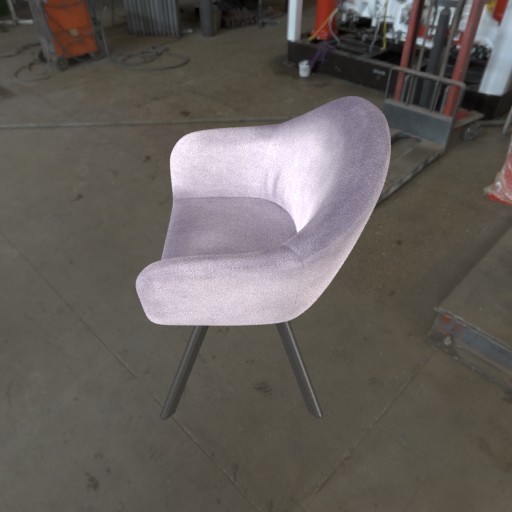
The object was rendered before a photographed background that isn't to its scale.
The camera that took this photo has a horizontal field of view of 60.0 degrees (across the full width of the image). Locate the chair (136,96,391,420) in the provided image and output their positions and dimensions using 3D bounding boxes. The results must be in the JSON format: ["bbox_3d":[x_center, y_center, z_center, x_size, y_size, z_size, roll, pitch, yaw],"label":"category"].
[{"bbox_3d":[0.000,0.000,1.152,0.540,0.780,0.570,0,41,-1],"label":"chair"}]
